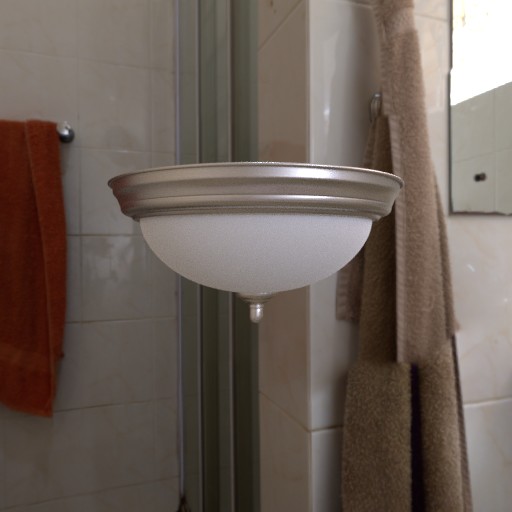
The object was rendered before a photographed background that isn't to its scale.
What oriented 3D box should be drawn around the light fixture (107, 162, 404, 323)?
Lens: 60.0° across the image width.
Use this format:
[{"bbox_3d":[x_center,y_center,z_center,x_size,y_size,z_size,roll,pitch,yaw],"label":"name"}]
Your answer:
[{"bbox_3d":[0.000,0.000,0.442,0.280,0.135,0.280,0,1,0],"label":"light fixture"}]
